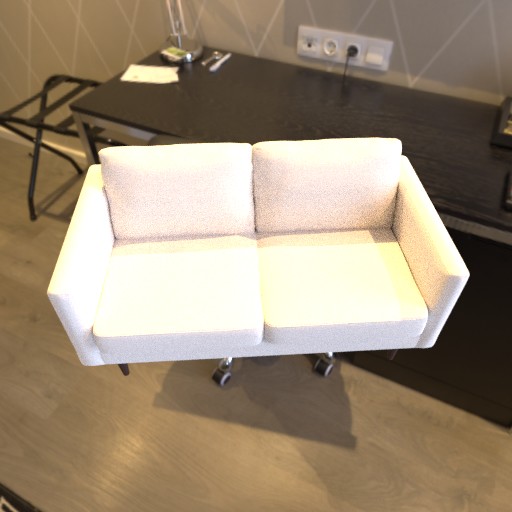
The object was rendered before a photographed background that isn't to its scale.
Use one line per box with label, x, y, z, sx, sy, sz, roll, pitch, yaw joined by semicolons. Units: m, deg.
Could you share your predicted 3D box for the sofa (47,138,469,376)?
sofa;0.000;0.000;2.227;1.713;0.893;0.940;-3;46;-3
